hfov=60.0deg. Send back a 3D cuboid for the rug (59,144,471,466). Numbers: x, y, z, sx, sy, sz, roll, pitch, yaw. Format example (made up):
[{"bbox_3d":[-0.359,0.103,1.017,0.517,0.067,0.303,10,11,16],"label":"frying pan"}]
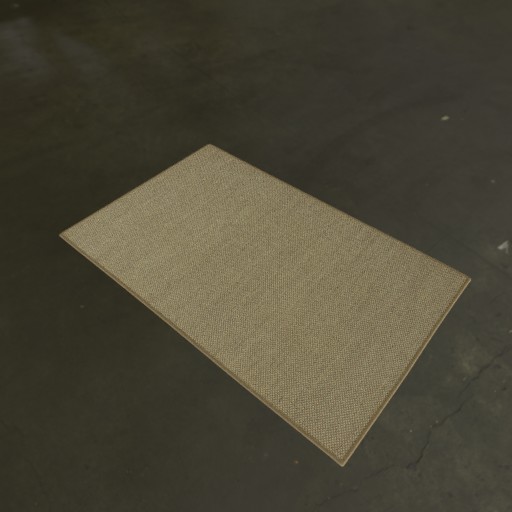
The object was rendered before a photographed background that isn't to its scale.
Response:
[{"bbox_3d":[0.000,0.000,2.097,1.667,0.013,1.062,32,55,26],"label":"rug"}]
